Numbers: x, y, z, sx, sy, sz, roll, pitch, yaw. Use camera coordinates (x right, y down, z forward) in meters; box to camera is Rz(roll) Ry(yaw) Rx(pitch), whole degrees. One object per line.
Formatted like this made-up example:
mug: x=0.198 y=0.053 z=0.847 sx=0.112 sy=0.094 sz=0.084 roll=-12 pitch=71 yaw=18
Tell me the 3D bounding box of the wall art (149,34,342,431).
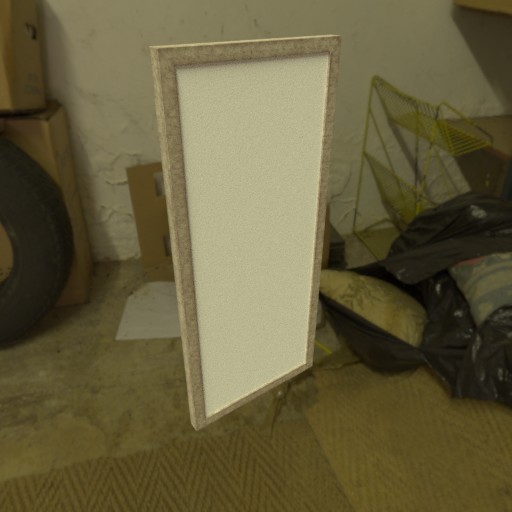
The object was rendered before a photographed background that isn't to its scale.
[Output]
wall art: x=0.000 y=0.000 z=1.664 sx=0.648 sy=1.461 sz=0.051 roll=-20 pitch=36 yaw=-30
